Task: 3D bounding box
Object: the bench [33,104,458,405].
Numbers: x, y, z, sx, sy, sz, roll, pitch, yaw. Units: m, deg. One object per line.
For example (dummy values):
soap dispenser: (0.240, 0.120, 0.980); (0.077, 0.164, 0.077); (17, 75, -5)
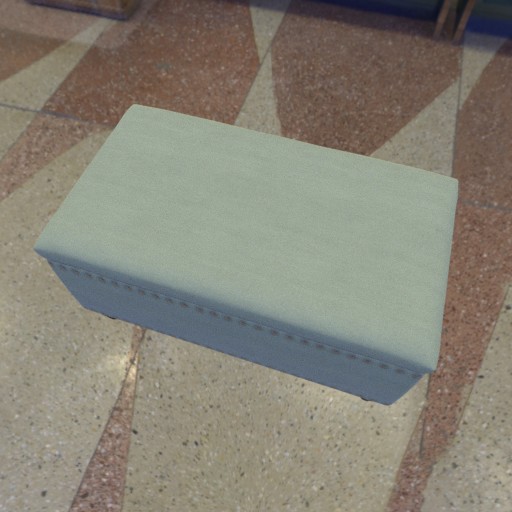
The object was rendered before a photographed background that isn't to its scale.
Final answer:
bench: (0.000, 0.000, 1.197); (0.887, 0.449, 0.500); (16, 60, 9)
